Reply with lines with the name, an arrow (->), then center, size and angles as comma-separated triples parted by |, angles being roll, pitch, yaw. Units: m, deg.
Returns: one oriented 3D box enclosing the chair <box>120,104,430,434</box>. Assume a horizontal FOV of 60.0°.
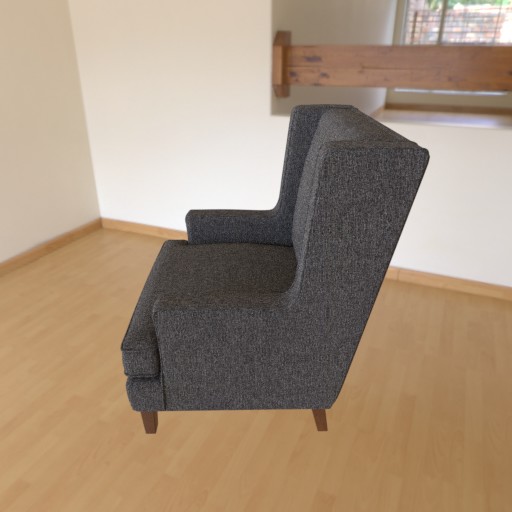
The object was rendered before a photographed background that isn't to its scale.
chair -> 0.000, 0.000, 1.818 | 0.927, 1.082, 0.942 | 0, 26, -1
